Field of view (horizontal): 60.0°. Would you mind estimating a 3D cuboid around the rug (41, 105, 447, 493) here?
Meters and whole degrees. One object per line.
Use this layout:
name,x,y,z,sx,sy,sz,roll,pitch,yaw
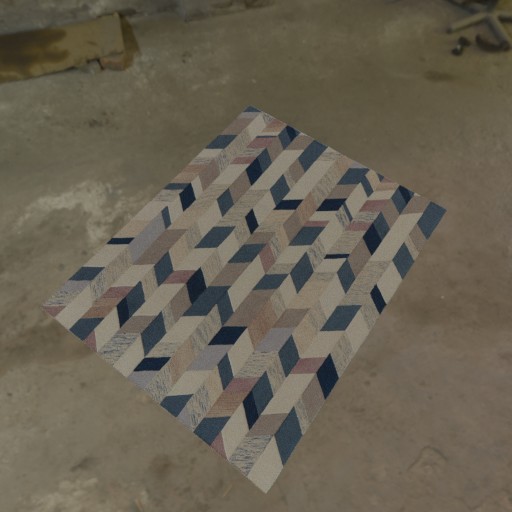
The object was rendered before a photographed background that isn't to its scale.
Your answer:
rug,0.000,0.000,4.138,2.451,0.011,3.072,33,67,16
